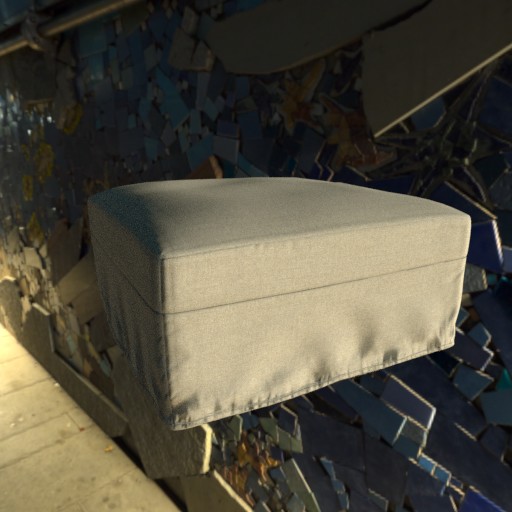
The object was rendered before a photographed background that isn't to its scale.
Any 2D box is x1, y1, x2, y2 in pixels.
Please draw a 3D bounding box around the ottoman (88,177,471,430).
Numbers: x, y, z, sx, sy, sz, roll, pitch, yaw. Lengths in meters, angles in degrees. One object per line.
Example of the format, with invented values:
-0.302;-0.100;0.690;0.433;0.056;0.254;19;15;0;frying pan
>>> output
0.000;0.000;1.328;0.840;0.436;0.843;-8;18;-27;ottoman
